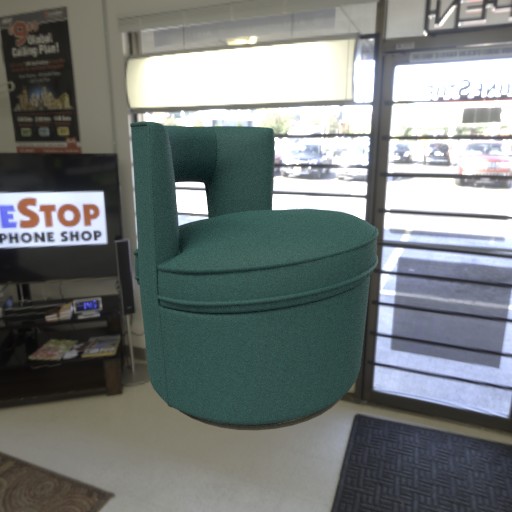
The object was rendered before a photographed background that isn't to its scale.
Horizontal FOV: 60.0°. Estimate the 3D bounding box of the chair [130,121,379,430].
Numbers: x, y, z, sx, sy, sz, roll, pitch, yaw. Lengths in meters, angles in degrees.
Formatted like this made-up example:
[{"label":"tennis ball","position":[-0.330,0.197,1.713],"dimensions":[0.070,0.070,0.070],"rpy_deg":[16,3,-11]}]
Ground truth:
[{"label":"chair","position":[0.000,0.000,1.240],"dimensions":[0.660,0.711,0.684],"rpy_deg":[7,16,25]}]
